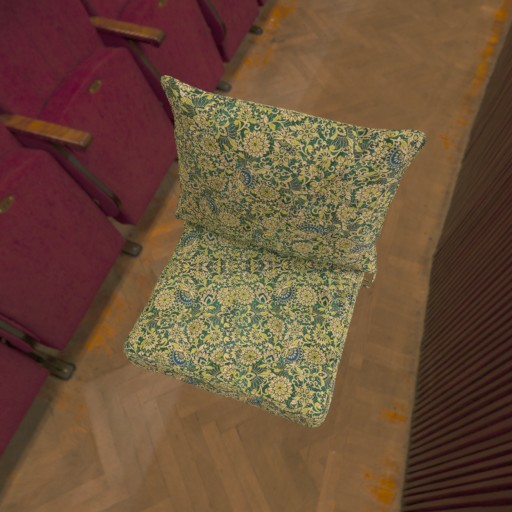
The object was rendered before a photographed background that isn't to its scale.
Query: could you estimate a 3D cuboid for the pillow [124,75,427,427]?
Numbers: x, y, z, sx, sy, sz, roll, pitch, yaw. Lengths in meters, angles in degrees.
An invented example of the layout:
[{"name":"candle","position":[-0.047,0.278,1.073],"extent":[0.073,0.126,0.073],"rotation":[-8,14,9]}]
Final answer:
[{"name":"pillow","position":[0.000,0.000,1.373],"extent":[0.798,0.722,0.740],"rotation":[16,60,10]}]
